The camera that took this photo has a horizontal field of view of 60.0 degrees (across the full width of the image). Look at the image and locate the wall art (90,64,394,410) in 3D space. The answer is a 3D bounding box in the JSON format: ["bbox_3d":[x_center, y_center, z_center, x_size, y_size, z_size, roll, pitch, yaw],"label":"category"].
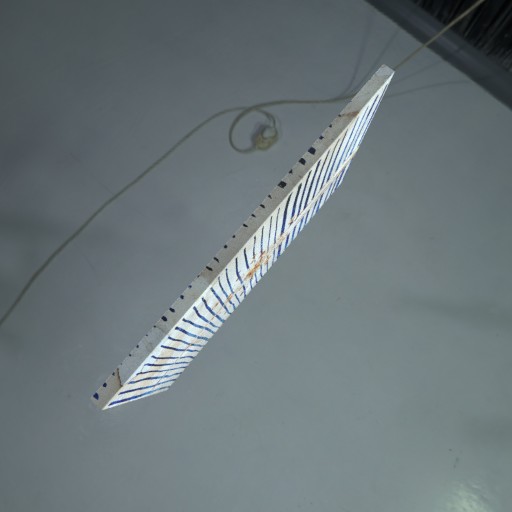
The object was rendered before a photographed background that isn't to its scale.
[{"bbox_3d":[0.000,0.000,1.189,0.030,0.609,0.919,39,80,9],"label":"wall art"}]
